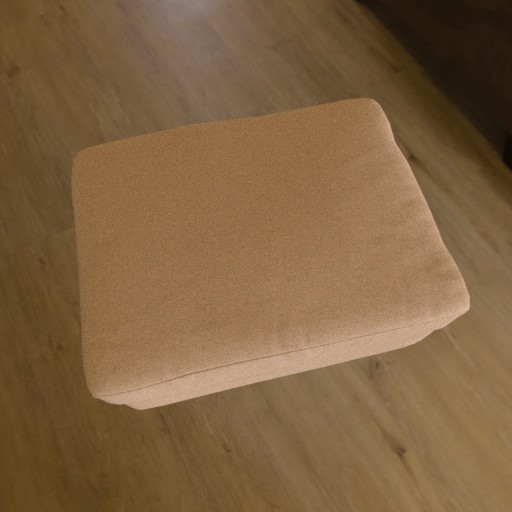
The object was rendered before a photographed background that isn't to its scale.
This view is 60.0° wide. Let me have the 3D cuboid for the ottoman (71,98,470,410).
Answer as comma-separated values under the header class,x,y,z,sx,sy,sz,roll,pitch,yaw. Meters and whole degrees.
class,x,y,z,sx,sy,sz,roll,pitch,yaw
ottoman,0.000,0.000,1.292,0.902,0.511,0.692,-12,65,-6
